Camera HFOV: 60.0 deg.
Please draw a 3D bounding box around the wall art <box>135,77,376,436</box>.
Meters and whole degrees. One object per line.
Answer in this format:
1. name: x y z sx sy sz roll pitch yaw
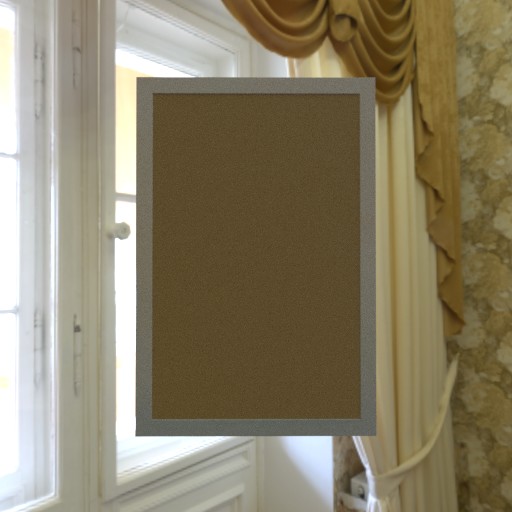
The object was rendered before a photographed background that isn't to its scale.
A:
1. wall art: 0.000 0.000 1.429 0.764 1.143 0.038 0 -1 0
